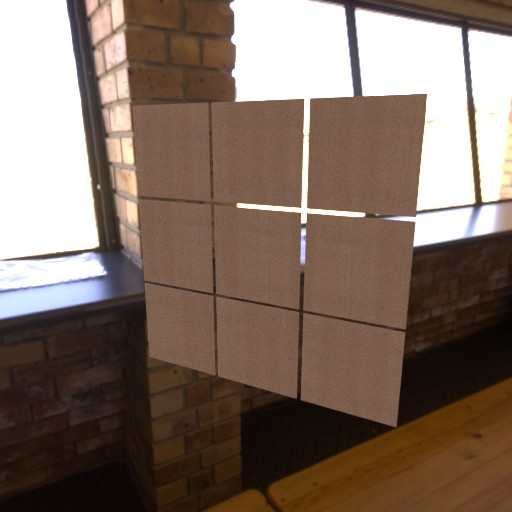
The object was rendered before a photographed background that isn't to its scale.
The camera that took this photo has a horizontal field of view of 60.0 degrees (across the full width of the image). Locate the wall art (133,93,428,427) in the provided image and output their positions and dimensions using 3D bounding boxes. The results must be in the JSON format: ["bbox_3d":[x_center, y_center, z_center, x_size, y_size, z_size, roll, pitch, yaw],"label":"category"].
[{"bbox_3d":[0.000,0.000,2.267,1.517,1.505,0.002,8,17,27],"label":"wall art"}]
